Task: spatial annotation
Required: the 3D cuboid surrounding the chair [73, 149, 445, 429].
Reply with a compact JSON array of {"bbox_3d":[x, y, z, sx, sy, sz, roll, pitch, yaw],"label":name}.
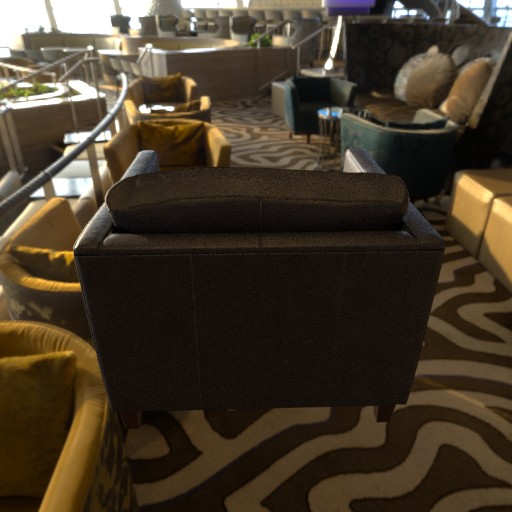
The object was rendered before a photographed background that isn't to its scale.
[{"bbox_3d":[0.000,0.000,1.575,0.939,0.811,0.862,-1,29,-2],"label":"chair"}]
